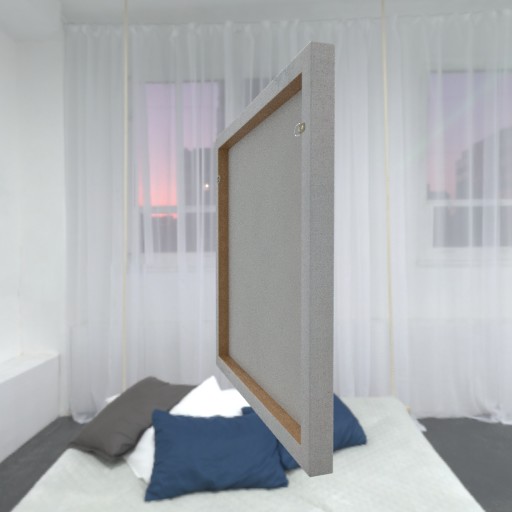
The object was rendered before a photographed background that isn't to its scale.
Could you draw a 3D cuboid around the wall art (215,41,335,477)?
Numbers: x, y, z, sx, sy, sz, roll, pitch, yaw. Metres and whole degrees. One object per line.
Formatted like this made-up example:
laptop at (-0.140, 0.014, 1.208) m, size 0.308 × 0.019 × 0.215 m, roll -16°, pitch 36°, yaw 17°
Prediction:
wall art at (0.000, 0.000, 0.916) m, size 0.040 × 0.612 × 0.612 m, roll -1°, pitch 2°, yaw -18°
